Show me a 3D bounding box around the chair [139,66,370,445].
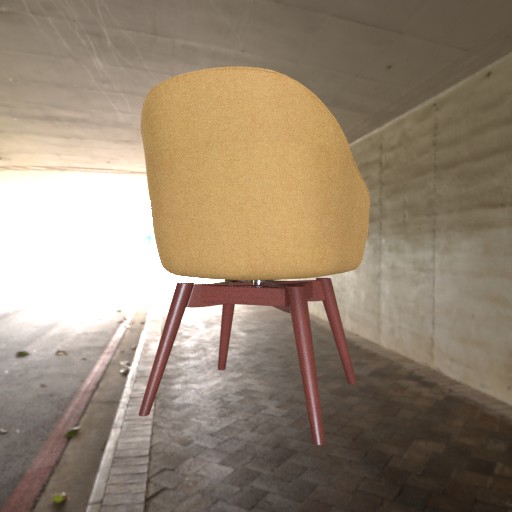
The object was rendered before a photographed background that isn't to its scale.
[{"bbox_3d":[0.000,0.000,1.257,0.596,0.823,0.635,0,1,21],"label":"chair"}]
